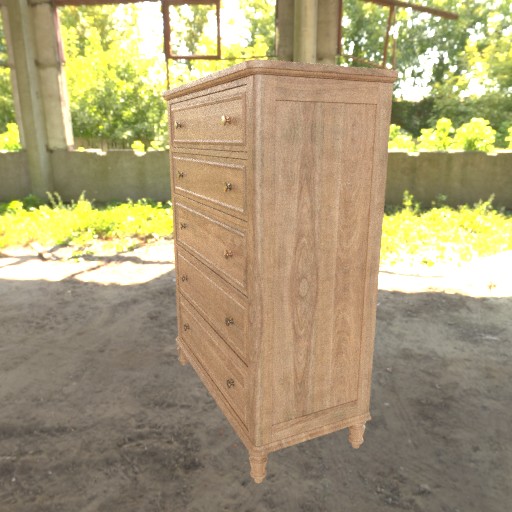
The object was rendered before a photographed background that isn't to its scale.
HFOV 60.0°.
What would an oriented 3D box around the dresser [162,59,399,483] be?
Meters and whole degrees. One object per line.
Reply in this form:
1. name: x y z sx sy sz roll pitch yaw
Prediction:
1. dresser: 0.000 0.000 1.811 0.484 1.318 0.973 -7 16 -24
